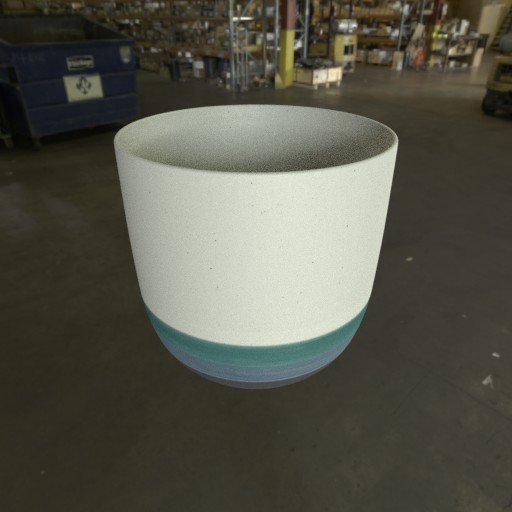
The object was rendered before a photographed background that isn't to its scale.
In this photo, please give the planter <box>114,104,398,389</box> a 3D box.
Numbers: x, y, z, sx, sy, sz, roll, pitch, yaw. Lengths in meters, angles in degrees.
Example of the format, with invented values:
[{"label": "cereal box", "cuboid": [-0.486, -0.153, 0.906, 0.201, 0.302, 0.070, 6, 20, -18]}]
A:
[{"label": "planter", "cuboid": [0.000, 0.000, 0.381, 0.204, 0.214, 0.204, 0, 29, 0]}]
